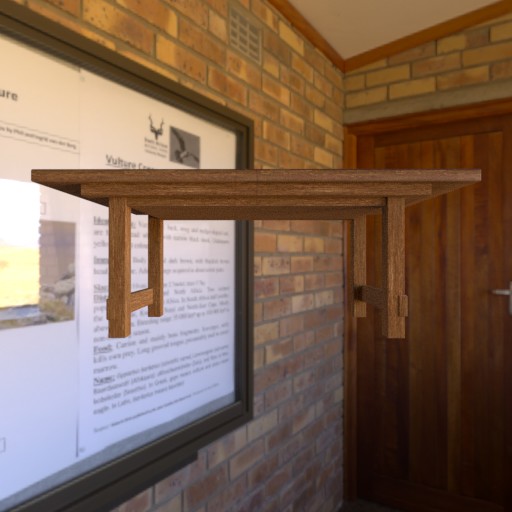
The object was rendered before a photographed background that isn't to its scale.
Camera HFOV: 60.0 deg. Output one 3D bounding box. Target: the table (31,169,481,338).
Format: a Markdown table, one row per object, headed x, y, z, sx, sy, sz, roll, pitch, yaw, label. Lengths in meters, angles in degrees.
| x | y | z | sx | sy | sz | roll | pitch | yaw | label |
| --- | --- | --- | --- | --- | --- | --- | --- | --- | --- |
| 0.000 | 0.000 | 2.445 | 1.982 | 0.762 | 1.000 | 0 | 0 | 0 | table |
